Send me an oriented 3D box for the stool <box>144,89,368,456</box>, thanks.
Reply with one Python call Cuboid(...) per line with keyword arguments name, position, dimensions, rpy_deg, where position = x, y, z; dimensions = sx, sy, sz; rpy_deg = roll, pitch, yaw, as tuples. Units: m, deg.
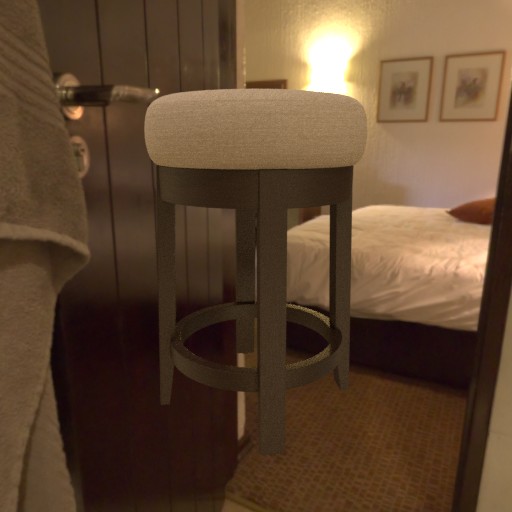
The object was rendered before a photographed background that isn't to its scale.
Cuboid(name="stool", position=(0.000, 0.000, 0.970), dimensions=(0.443, 0.672, 0.443), rpy_deg=(0, 15, 0))
